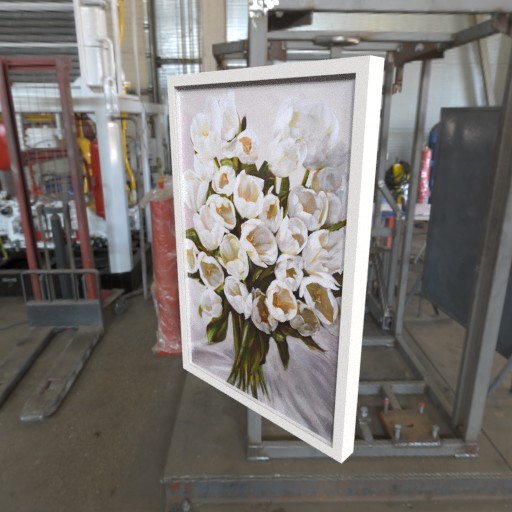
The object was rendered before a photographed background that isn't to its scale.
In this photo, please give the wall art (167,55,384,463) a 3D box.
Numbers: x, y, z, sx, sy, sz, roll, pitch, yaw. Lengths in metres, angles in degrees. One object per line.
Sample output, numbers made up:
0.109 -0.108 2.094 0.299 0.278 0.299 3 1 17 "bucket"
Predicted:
0.000 0.000 0.547 0.293 0.428 0.025 16 23 41 "wall art"
